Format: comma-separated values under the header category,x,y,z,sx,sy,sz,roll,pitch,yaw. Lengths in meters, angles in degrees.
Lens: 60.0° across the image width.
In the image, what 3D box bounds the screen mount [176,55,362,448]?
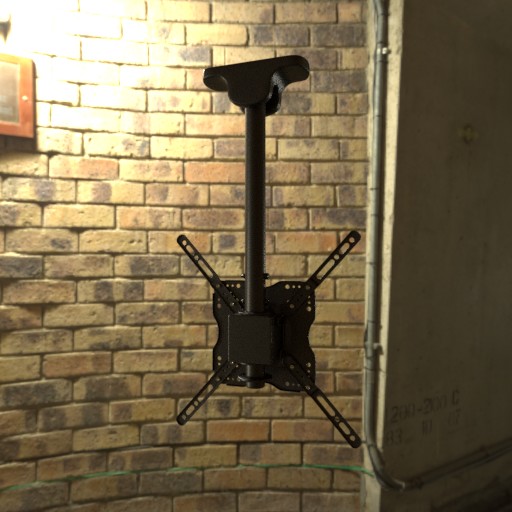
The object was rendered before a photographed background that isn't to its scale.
category,x,y,z,sx,sy,sz,roll,pitch,yaw
screen mount,0.000,0.000,0.865,0.393,0.729,0.090,0,-1,19
